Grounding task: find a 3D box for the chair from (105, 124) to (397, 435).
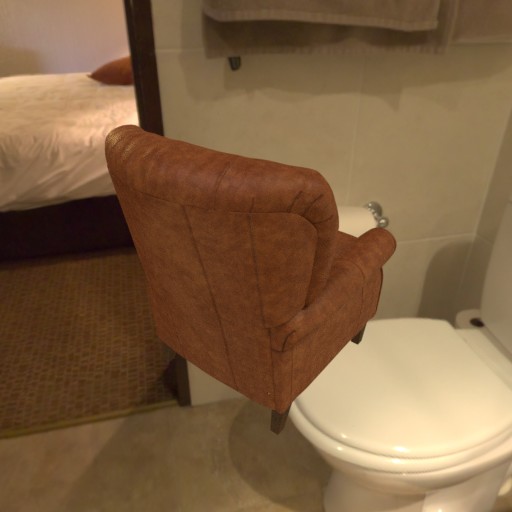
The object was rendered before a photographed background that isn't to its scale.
[{"bbox_3d":[0.000,0.000,1.908,0.951,1.164,1.059,22,37,33],"label":"chair"}]
